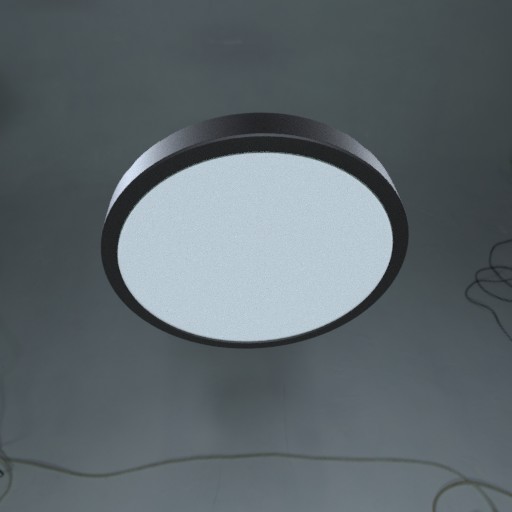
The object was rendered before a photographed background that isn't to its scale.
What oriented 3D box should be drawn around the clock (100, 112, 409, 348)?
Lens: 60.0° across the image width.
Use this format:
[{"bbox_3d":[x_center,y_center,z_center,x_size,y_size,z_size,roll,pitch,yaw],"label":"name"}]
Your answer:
[{"bbox_3d":[0.000,0.000,0.444,0.293,0.293,0.040,-2,46,-2],"label":"clock"}]
